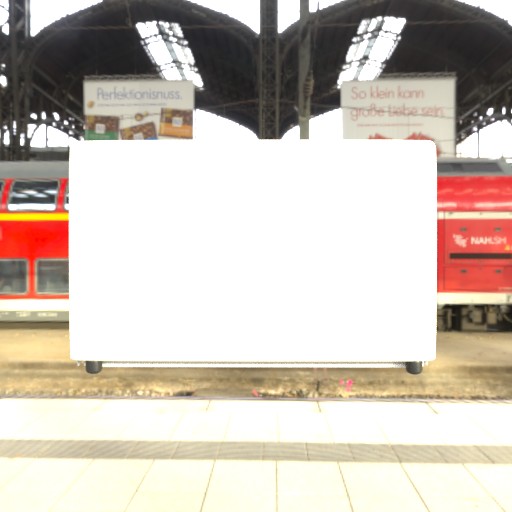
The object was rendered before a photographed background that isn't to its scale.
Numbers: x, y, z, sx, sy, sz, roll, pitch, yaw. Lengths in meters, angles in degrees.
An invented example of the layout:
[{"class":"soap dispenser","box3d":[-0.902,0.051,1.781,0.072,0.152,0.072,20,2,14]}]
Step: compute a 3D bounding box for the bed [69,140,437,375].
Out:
[{"class":"bed","box3d":[0.000,0.000,3.596,2.119,1.317,2.341,0,0,0]}]
